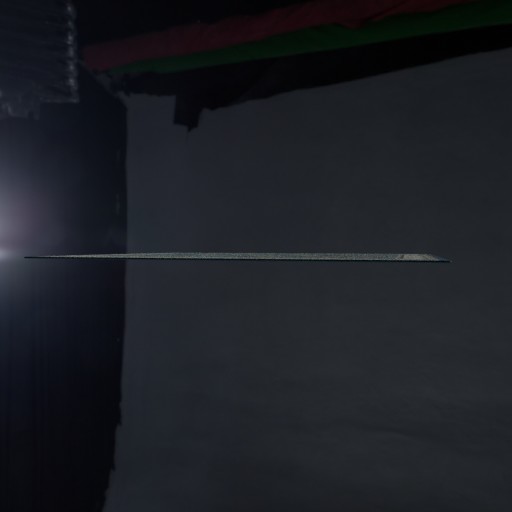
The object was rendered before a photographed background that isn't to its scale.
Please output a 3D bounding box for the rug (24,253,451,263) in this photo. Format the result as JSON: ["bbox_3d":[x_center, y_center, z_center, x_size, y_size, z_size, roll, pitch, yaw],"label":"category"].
[{"bbox_3d":[0.000,0.000,3.994,3.044,0.015,2.226,0,1,19],"label":"rug"}]
